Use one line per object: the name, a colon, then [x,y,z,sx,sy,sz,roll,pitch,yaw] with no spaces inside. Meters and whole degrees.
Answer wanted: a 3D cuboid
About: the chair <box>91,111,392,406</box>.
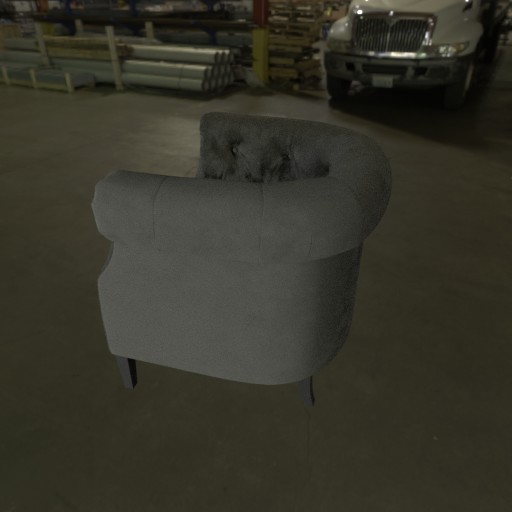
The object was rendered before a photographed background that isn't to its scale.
chair: [0.000,0.000,1.597,0.851,0.826,0.904,9,32,14]
